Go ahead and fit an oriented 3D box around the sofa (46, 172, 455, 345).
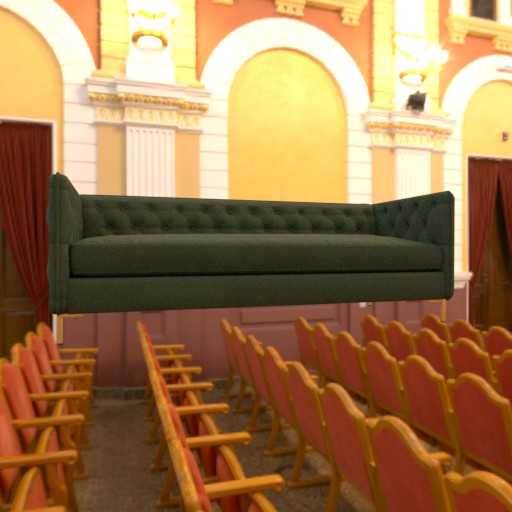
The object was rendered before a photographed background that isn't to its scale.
[{"bbox_3d":[0.000,0.000,2.667,2.209,0.771,0.895,0,1,-17],"label":"sofa"}]
